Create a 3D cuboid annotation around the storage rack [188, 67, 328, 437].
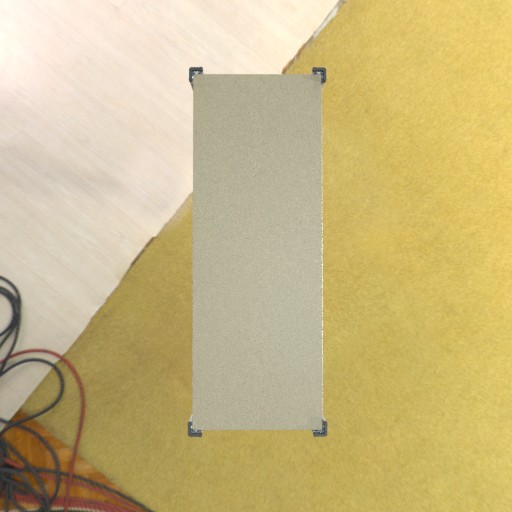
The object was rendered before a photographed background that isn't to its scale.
[{"bbox_3d":[0.000,0.000,2.373,0.457,1.829,1.219,0,89,0],"label":"storage rack"}]
